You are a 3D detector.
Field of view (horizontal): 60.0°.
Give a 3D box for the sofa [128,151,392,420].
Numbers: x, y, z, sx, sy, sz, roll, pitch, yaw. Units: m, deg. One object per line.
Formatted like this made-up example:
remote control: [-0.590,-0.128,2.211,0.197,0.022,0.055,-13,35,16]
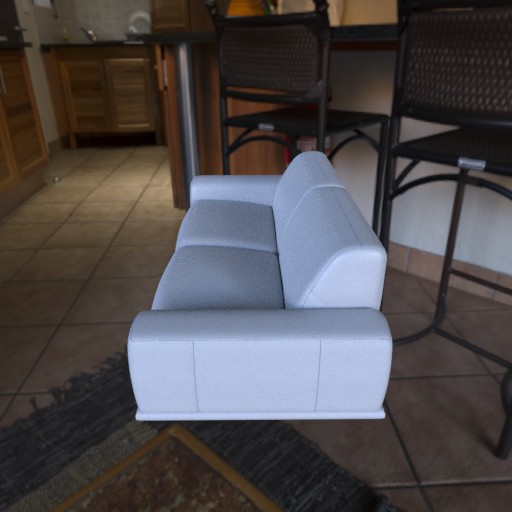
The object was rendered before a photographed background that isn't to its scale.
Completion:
sofa: [0.000,0.000,2.315,0.900,0.772,1.901,0,26,0]
